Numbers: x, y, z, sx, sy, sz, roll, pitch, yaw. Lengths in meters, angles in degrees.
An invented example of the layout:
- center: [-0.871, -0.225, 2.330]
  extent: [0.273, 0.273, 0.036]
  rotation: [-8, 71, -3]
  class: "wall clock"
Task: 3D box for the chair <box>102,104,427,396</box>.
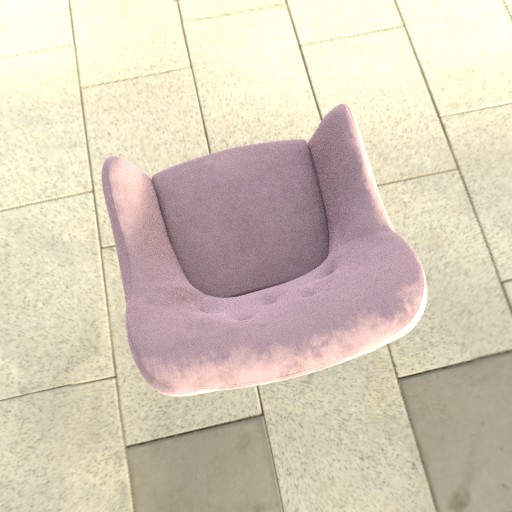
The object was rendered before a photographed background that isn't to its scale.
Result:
- center: [0.000, 0.000, 1.508]
  extent: [0.840, 0.820, 0.820]
  rotation: [-14, 75, -4]
  class: "chair"
